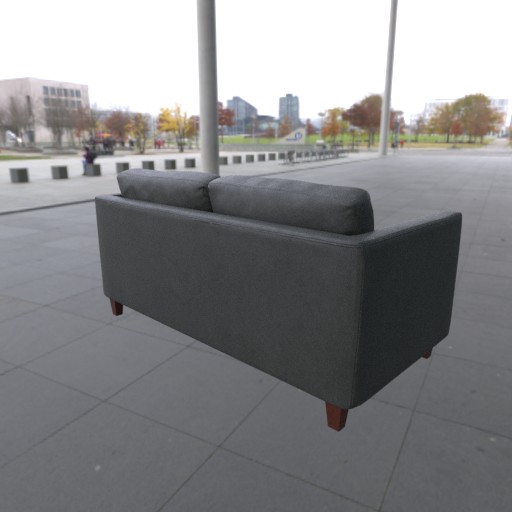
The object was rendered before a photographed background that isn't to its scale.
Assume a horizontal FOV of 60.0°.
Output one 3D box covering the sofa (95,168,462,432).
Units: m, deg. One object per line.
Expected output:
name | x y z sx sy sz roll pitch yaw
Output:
sofa | 0.000 0.000 2.474 1.883 0.933 0.951 14 20 42
